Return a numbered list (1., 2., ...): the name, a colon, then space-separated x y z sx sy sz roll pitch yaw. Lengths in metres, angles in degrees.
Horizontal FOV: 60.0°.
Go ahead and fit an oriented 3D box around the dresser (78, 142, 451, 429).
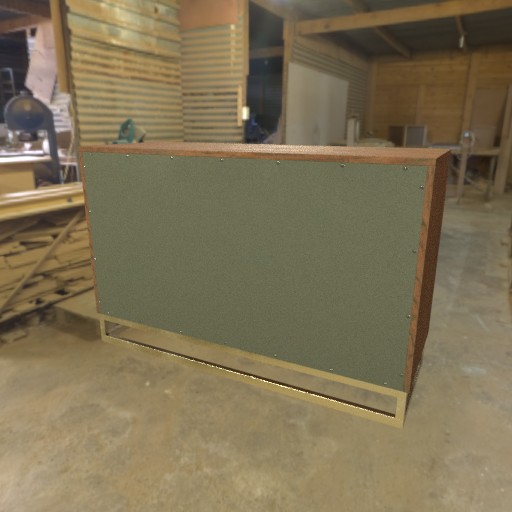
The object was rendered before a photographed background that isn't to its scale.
1. dresser: 0.000 0.000 2.228 1.646 1.061 0.623 8 19 26
